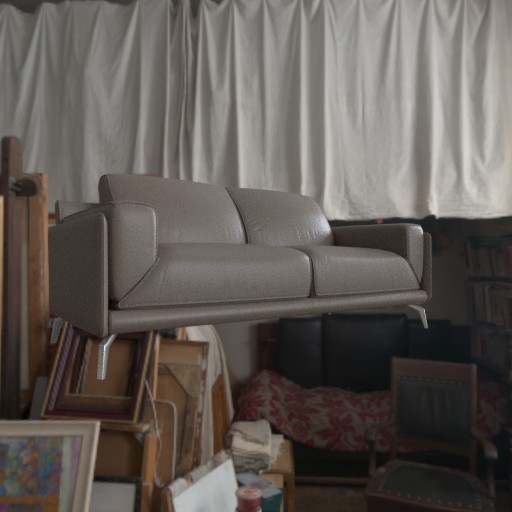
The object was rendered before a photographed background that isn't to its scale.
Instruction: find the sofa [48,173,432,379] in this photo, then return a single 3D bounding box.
[{"bbox_3d":[0.000,0.000,2.558,2.101,0.930,1.049,0,-1,-36],"label":"sofa"}]
